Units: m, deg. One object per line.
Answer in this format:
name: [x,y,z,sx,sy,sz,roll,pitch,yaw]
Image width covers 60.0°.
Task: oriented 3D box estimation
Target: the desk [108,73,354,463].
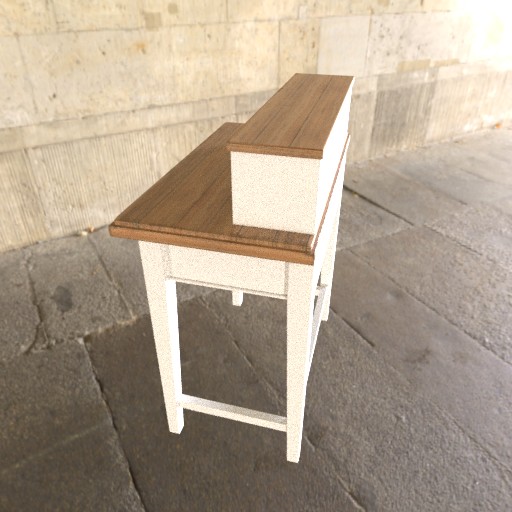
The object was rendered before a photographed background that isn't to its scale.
desk: [0.000,0.000,1.422,0.462,0.981,0.814,8,34,13]
